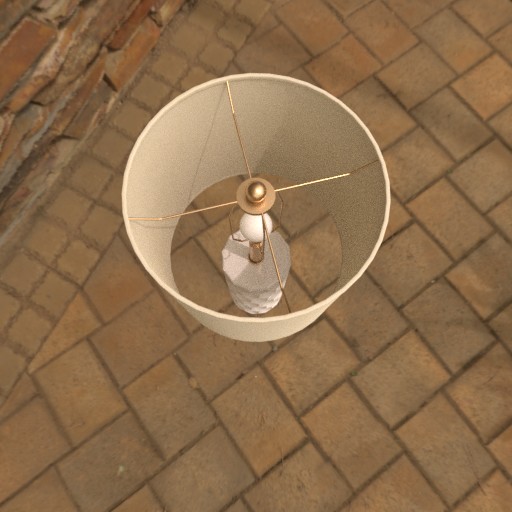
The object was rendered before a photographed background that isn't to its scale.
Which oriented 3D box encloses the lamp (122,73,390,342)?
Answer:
[{"bbox_3d":[0.000,0.000,0.715,0.277,0.537,0.277,24,76,6],"label":"lamp"}]
